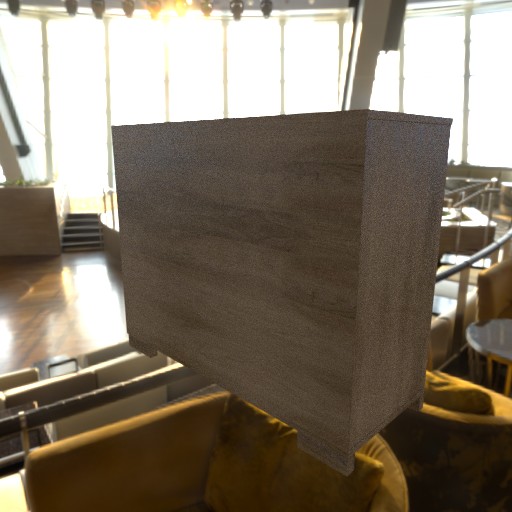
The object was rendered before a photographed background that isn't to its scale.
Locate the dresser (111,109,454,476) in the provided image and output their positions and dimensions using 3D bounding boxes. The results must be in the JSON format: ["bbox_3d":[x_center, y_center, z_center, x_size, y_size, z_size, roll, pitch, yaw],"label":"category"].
[{"bbox_3d":[0.000,0.000,1.408,0.994,0.816,0.404,14,19,43],"label":"dresser"}]
